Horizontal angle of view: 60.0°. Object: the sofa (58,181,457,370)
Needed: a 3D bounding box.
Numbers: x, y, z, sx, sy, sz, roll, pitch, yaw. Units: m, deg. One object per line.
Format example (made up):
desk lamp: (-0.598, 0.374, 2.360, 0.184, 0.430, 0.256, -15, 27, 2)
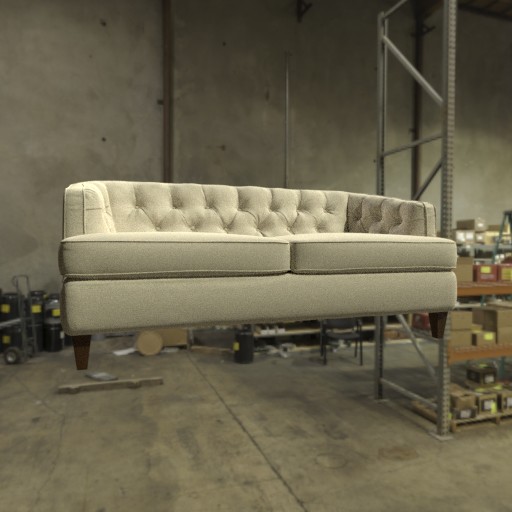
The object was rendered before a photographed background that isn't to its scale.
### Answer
sofa: (0.000, 0.000, 2.212, 1.733, 0.855, 0.941, -1, 1, -20)
